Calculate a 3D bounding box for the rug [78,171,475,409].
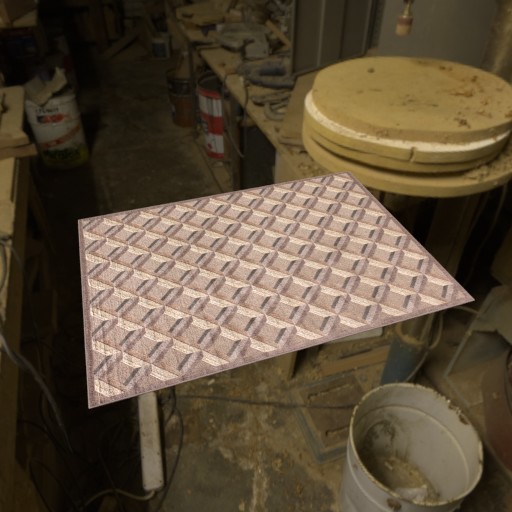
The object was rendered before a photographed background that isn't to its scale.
[{"bbox_3d":[0.000,0.000,4.378,3.294,0.018,2.382,-12,42,-14],"label":"rug"}]
